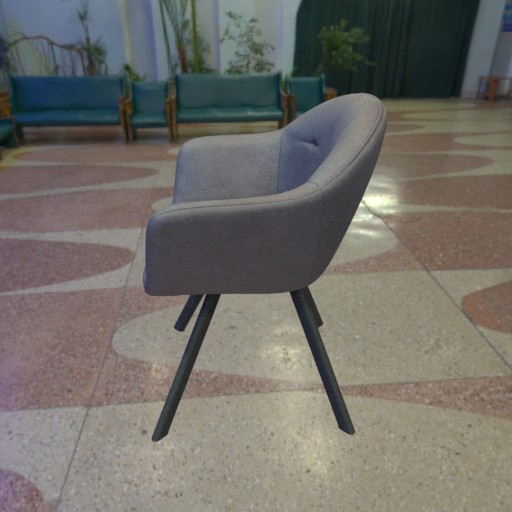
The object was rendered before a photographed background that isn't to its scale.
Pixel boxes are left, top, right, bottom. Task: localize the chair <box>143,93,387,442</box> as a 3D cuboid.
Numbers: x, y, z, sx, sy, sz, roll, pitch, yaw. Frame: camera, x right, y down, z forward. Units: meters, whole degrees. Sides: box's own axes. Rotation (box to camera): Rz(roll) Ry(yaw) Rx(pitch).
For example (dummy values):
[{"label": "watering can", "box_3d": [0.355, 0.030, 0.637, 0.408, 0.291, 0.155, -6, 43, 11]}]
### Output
[{"label": "chair", "box_3d": [0.000, 0.000, 1.143, 0.544, 0.781, 0.567, -1, 28, -2]}]
